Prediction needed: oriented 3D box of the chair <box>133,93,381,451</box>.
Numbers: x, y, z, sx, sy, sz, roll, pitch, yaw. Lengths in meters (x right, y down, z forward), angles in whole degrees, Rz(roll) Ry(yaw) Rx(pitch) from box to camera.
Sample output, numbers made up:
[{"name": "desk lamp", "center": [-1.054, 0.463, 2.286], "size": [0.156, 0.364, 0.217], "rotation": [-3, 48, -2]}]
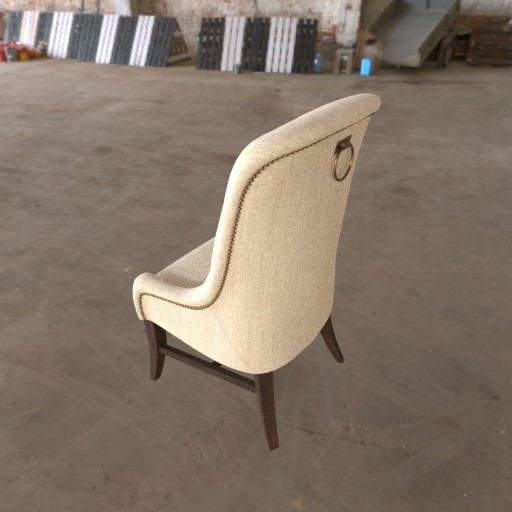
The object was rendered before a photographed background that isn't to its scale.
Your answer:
[{"name": "chair", "center": [0.000, 0.000, 1.513], "size": [0.629, 1.091, 0.634], "rotation": [21, 38, 30]}]
